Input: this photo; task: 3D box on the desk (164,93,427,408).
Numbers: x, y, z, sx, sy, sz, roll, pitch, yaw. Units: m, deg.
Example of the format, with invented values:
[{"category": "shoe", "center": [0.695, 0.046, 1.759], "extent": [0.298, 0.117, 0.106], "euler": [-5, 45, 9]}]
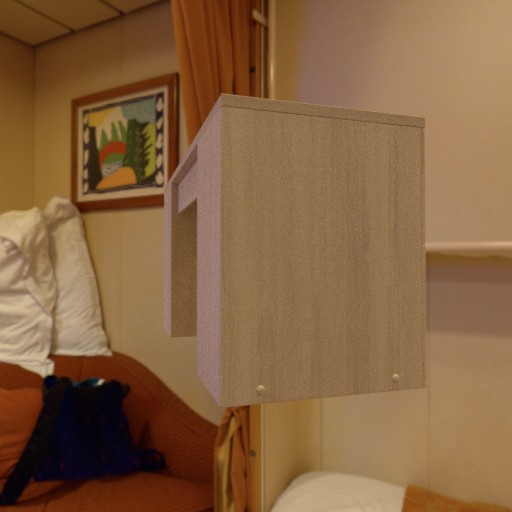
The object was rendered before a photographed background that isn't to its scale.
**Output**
[{"category": "desk", "center": [0.000, 0.000, 1.791], "extent": [0.600, 0.740, 1.390], "euler": [0, -1, -17]}]
